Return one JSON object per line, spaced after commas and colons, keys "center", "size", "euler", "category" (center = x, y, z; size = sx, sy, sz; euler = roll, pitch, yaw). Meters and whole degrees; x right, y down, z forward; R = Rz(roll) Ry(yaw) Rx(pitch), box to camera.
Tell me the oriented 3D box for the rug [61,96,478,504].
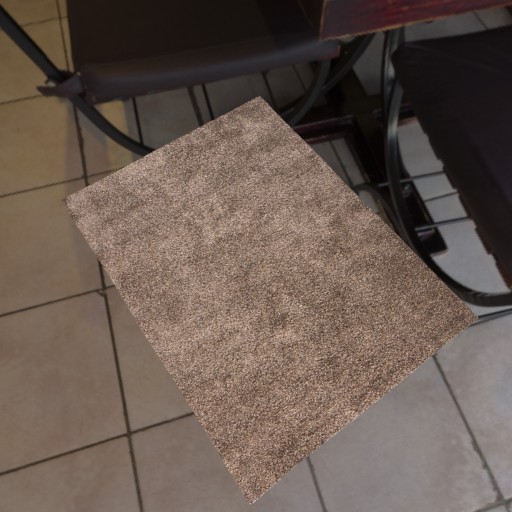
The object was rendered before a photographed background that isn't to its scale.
{"center": [0.000, 0.000, 2.038], "size": [1.198, 0.025, 1.601], "euler": [-33, 68, -15], "category": "rug"}
